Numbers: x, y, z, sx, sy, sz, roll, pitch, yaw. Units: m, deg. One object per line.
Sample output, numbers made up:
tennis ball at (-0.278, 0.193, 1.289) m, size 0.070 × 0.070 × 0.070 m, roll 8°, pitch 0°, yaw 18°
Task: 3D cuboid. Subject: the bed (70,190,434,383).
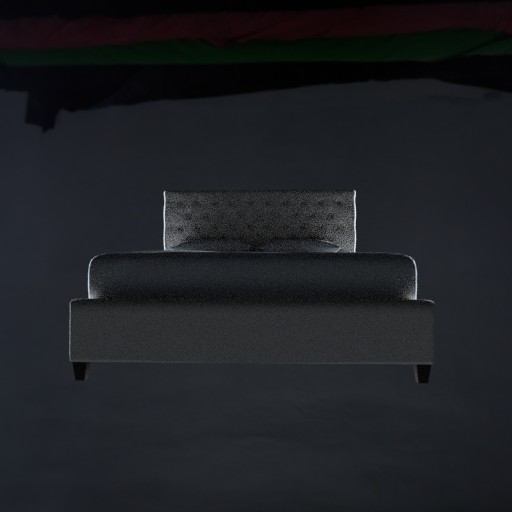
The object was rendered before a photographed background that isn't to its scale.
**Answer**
bed at (0.000, 0.000, 3.656) m, size 2.078 × 1.427 × 2.387 m, roll 0°, pitch 0°, yaw 2°
